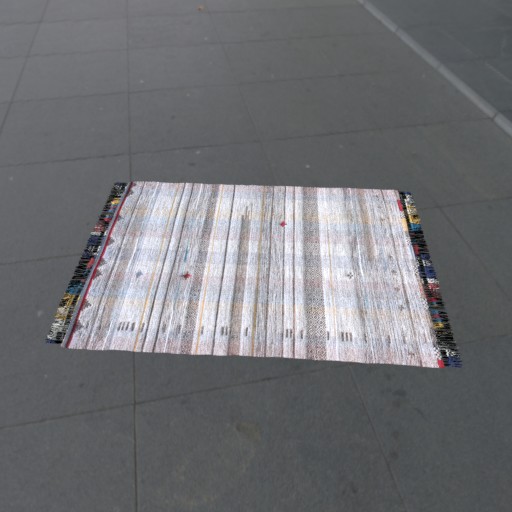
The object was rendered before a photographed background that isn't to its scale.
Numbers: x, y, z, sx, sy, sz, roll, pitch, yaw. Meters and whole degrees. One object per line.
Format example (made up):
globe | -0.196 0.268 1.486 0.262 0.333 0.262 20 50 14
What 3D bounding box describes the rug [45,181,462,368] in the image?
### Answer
rug | 0.000 0.000 2.327 1.848 0.012 1.217 2 46 2
